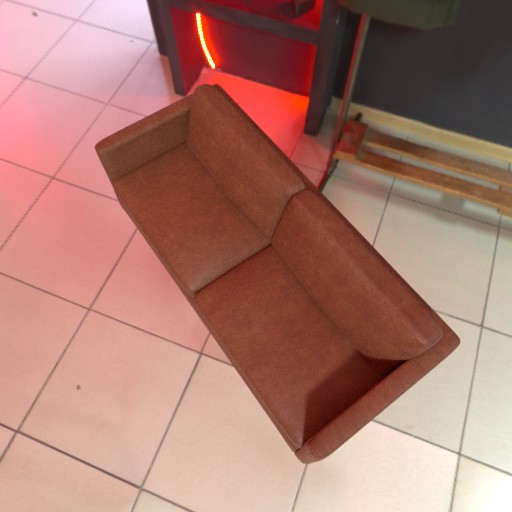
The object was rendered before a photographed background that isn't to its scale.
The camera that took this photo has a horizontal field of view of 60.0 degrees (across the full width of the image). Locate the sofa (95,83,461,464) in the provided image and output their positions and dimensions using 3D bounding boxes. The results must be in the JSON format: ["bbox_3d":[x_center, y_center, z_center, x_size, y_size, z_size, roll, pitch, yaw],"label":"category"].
[{"bbox_3d":[0.000,0.000,2.703,0.950,0.932,2.204,-33,68,-15],"label":"sofa"}]
